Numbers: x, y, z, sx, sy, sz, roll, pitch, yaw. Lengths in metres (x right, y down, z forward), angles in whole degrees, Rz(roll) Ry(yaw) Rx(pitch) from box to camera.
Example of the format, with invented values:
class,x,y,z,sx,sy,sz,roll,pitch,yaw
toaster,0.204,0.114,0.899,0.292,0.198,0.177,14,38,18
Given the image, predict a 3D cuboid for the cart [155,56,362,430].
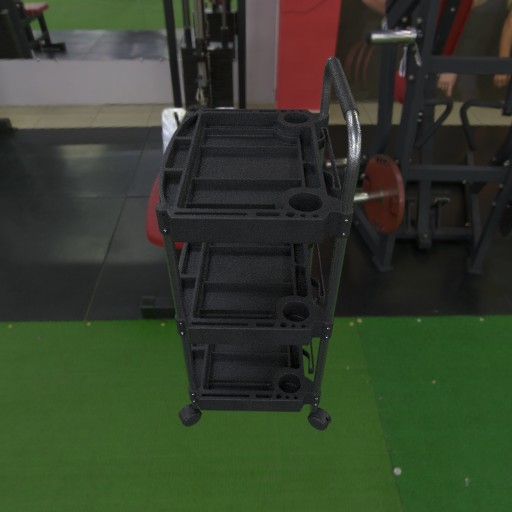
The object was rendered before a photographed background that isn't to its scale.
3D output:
class,x,y,z,sx,sy,sz,roll,pitch,yaw
cart,0.000,0.000,1.366,0.518,1.075,0.584,1,41,1
